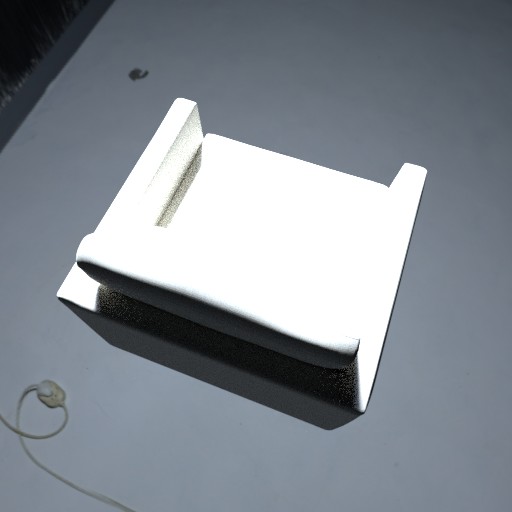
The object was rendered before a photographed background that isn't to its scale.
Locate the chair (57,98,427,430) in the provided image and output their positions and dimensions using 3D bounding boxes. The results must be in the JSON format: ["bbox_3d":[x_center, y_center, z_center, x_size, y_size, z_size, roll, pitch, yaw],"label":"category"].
[{"bbox_3d":[0.000,0.000,1.592,0.964,0.806,0.875,19,65,9],"label":"chair"}]
